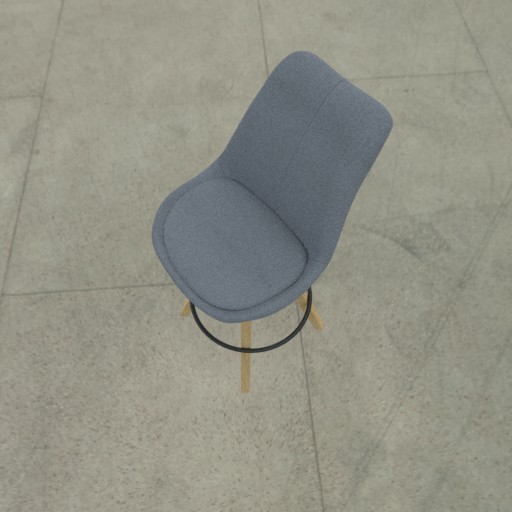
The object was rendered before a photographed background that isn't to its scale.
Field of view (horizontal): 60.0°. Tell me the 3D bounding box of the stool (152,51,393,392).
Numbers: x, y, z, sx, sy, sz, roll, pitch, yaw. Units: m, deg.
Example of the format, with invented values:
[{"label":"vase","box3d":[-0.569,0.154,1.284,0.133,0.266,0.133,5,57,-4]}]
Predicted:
[{"label":"stool","box3d":[0.000,0.000,1.416,0.550,1.115,0.485,-36,68,-17]}]
